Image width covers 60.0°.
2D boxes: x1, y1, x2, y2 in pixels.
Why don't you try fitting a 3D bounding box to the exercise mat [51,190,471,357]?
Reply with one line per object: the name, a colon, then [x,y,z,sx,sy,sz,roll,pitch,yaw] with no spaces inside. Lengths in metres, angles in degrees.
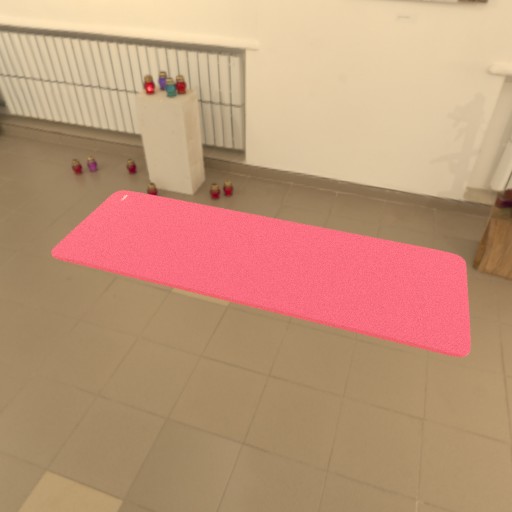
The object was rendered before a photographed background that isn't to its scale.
exercise mat: [0.000,0.000,2.089,1.884,0.021,0.616,12,42,14]
